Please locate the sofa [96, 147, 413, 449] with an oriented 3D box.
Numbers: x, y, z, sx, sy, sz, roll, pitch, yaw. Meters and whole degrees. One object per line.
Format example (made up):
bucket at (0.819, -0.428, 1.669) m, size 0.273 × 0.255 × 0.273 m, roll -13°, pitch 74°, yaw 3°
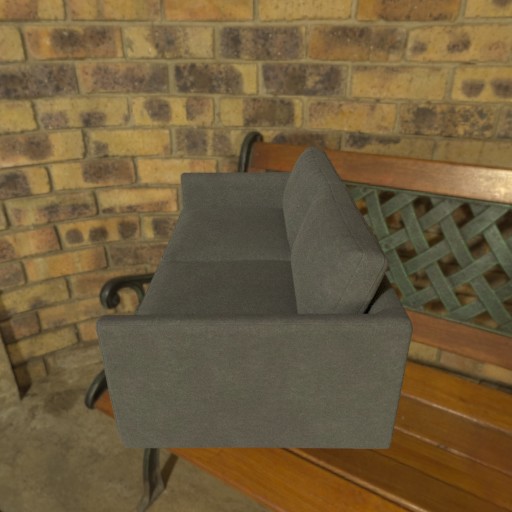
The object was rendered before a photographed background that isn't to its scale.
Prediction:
sofa at (0.000, 0.000, 2.437) m, size 1.091 × 0.845 × 1.909 m, roll 0°, pitch 26°, yaw 0°
